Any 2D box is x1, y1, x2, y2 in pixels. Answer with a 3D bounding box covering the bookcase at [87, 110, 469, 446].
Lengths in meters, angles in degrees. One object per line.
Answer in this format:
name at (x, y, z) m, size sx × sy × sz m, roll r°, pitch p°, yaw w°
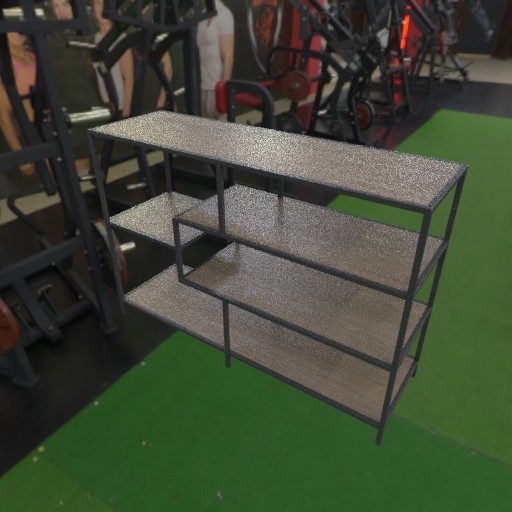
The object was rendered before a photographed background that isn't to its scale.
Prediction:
bookcase at (0.000, 0.000, 1.536) m, size 1.140 × 0.780 × 0.350 m, roll 19°, pitch 36°, yaw 29°
